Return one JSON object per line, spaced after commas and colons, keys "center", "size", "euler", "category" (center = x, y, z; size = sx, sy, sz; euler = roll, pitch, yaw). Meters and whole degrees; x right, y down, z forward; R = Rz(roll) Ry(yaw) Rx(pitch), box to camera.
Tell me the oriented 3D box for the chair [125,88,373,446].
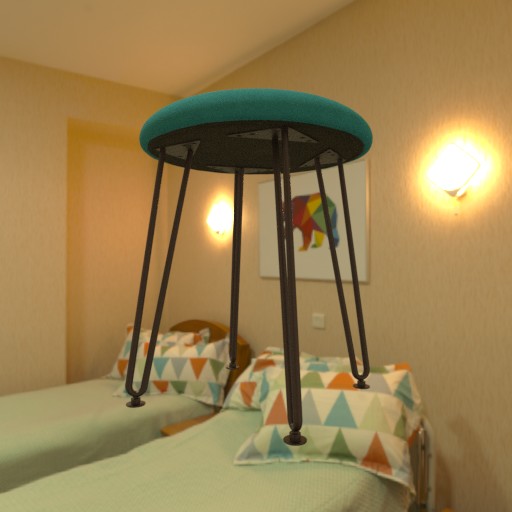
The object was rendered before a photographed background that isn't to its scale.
{"center": [0.000, 0.000, 0.686], "size": [0.350, 0.430, 0.350], "euler": [0, -1, 19], "category": "chair"}
